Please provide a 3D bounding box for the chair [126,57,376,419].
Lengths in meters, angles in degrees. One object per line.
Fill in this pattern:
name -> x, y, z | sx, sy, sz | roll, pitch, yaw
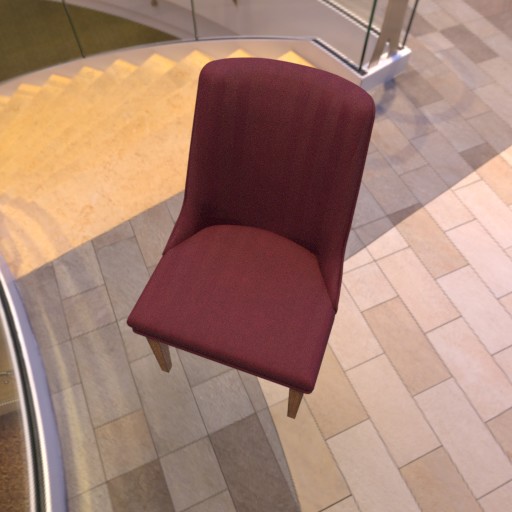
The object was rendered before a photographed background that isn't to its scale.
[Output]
chair -> 0.000, 0.000, 1.323 | 0.548, 0.916, 0.638 | 17, 60, 10
